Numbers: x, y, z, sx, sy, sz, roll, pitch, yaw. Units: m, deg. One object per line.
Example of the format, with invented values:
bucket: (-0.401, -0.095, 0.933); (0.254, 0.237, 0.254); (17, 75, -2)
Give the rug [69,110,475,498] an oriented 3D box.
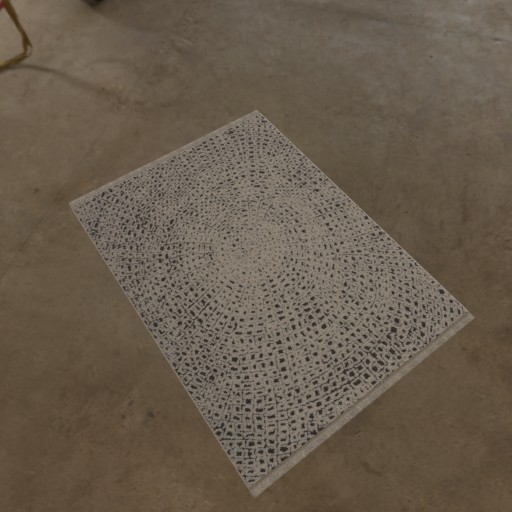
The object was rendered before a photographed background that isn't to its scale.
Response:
rug: (0.000, 0.000, 2.104); (1.190, 0.003, 1.634); (-32, 64, -18)
